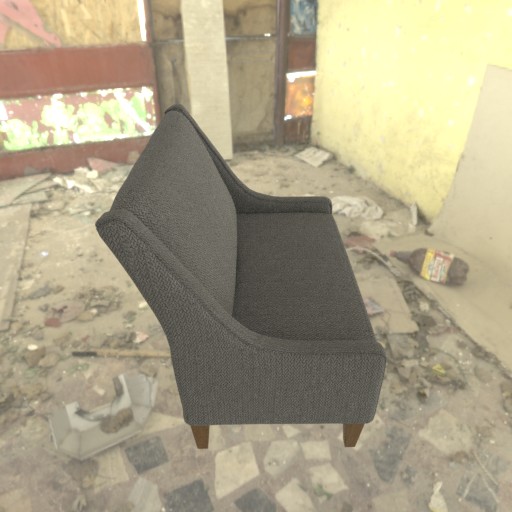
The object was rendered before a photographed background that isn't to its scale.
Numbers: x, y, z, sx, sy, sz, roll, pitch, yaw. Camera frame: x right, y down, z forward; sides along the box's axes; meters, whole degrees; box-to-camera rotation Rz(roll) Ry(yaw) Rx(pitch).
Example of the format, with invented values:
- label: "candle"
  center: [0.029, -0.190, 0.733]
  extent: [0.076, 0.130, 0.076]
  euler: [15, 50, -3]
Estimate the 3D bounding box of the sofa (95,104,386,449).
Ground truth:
- label: "sofa"
  center: [0.000, 0.000, 1.934]
  extent: [0.873, 1.022, 1.242]
  euler: [0, 33, -1]
